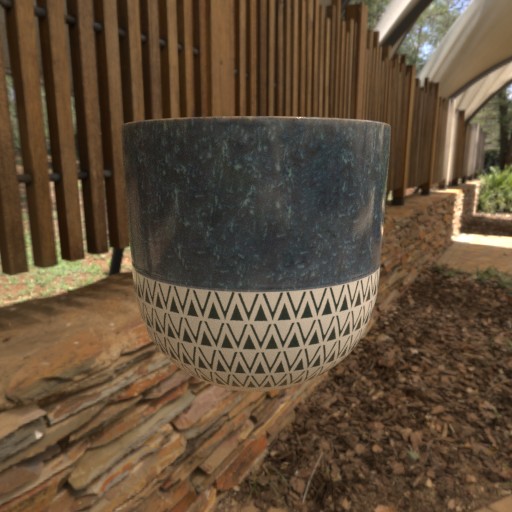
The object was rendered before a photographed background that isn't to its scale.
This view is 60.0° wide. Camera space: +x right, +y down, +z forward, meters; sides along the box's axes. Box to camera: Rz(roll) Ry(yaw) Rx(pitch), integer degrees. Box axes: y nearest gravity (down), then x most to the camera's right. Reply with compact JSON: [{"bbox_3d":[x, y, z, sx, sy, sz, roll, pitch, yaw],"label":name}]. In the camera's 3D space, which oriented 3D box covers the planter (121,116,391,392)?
[{"bbox_3d":[0.000,0.000,0.484,0.266,0.270,0.266,0,13,0],"label":"planter"}]
